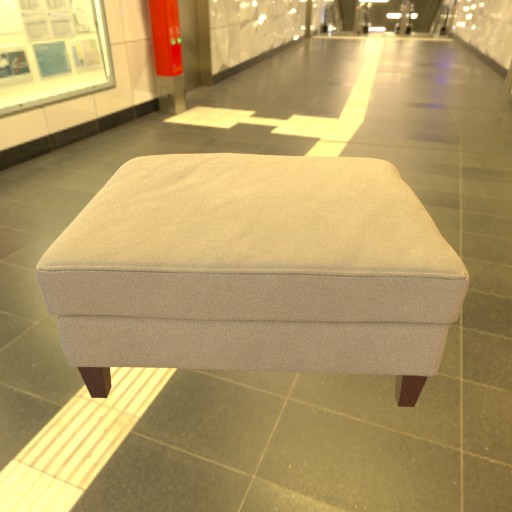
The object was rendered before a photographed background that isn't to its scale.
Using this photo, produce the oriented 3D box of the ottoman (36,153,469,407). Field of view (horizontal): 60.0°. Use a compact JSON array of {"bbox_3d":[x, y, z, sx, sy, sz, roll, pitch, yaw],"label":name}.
[{"bbox_3d":[0.000,0.000,1.433,1.002,0.492,0.836,1,30,2],"label":"ottoman"}]
